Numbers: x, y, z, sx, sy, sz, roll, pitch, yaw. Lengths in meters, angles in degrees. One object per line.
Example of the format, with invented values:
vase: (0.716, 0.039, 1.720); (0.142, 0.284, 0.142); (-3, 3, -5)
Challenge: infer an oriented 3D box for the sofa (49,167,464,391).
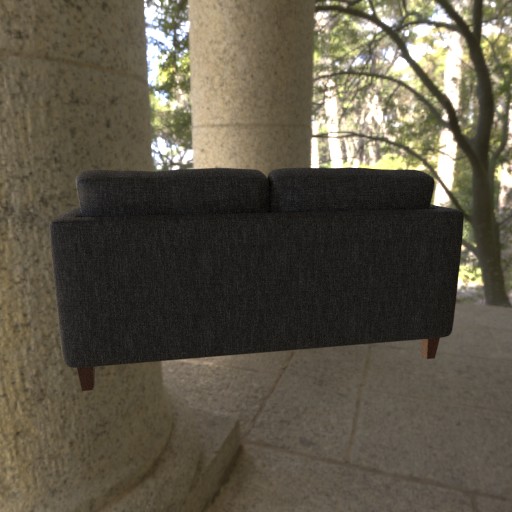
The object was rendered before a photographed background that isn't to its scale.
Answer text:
sofa: (0.000, 0.000, 2.432); (1.884, 0.963, 0.950); (-2, 13, -11)
